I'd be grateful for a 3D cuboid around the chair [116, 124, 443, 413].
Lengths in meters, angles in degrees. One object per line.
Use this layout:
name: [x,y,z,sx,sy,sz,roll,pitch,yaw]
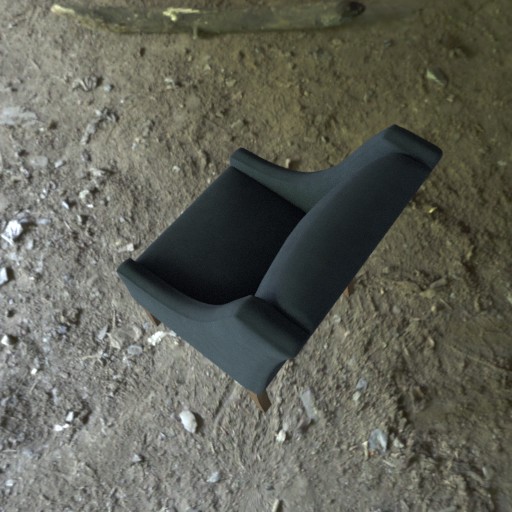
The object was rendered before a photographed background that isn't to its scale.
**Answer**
chair: [0.000,0.000,1.373,0.629,0.895,0.629,34,68,16]
